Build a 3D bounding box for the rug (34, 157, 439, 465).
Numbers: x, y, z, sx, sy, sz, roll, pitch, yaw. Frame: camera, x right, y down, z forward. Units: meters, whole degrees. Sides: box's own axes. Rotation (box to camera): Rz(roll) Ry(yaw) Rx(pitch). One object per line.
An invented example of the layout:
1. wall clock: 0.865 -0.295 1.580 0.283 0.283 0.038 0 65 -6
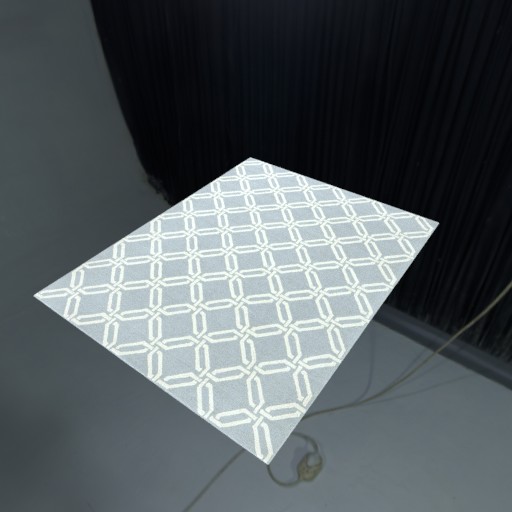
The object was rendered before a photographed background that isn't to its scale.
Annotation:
1. rug: 0.000 0.000 3.917 2.288 0.018 2.895 25 46 27
